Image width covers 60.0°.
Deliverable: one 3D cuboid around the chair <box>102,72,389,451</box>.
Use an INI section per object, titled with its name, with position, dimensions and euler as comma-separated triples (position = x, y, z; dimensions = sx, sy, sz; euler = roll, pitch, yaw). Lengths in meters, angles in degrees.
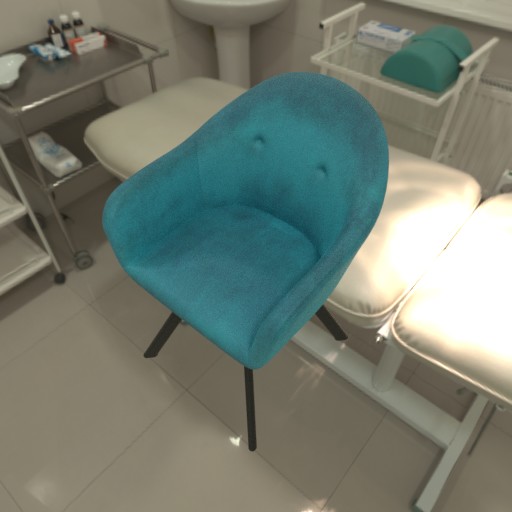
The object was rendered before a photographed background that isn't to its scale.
[chair]
position = 0.000, 0.000, 1.165
dimensions = 0.540, 0.780, 0.570
euler = 32, 55, 26
